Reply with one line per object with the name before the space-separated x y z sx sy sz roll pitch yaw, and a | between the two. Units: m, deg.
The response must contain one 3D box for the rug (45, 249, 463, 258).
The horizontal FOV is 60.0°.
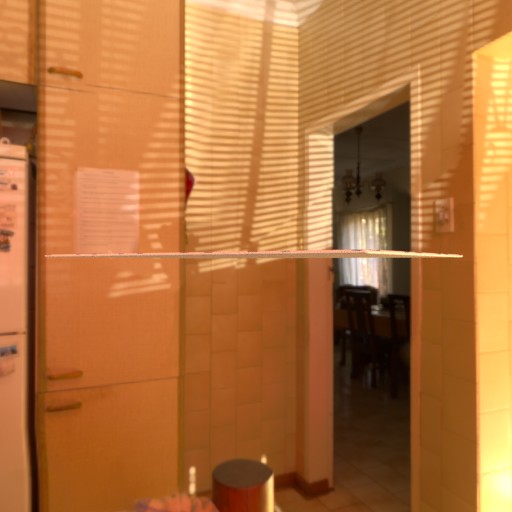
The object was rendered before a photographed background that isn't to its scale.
rug | 0.000 0.000 3.864 2.910 0.021 2.211 -1 -1 36
